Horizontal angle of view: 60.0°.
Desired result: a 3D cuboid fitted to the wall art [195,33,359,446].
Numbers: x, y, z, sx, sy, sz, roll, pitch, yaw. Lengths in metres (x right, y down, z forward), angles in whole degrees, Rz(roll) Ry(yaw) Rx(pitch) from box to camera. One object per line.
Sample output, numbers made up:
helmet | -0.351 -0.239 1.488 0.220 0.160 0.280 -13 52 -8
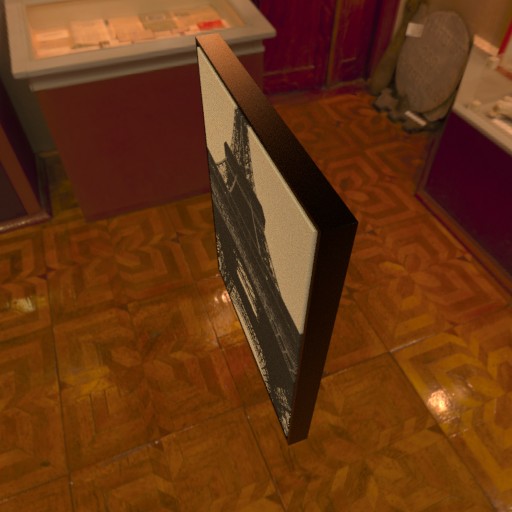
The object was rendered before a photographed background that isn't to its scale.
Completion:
wall art | 0.000 0.000 0.750 0.039 0.553 0.451 -15 50 -13
